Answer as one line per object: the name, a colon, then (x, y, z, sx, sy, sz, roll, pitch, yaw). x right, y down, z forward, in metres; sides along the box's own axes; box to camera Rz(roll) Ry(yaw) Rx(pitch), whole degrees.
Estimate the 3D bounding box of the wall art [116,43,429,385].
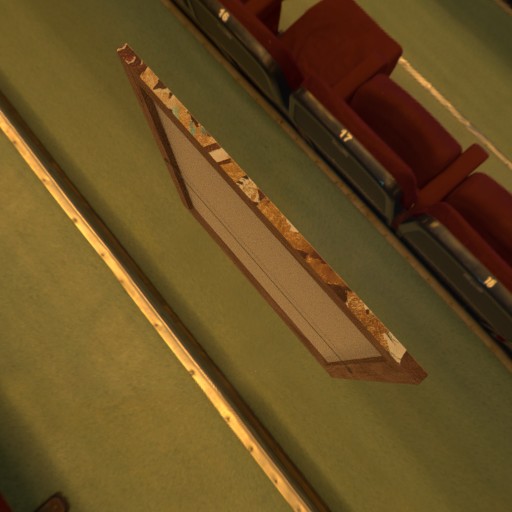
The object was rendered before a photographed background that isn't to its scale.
wall art: (0.000, 0.000, 1.092, 0.028, 0.762, 0.757, -39, 79, -9)
